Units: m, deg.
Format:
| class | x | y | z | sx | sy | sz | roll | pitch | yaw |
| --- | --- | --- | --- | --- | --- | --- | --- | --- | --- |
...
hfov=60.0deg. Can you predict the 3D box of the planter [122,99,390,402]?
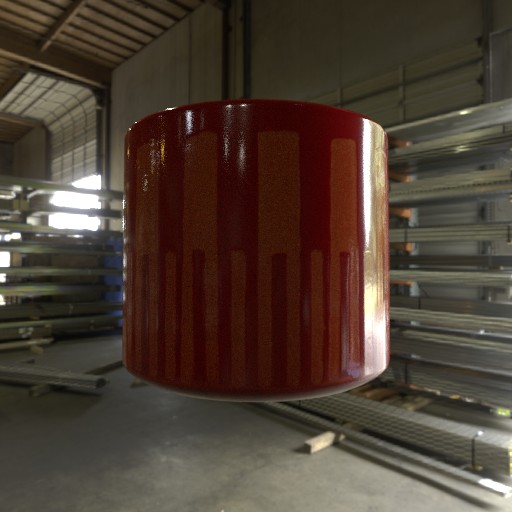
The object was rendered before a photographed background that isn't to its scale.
| class | x | y | z | sx | sy | sz | roll | pitch | yaw |
| --- | --- | --- | --- | --- | --- | --- | --- | --- | --- |
| planter | 0.000 | 0.000 | 0.400 | 0.230 | 0.202 | 0.230 | 0 | -1 | 0 |
